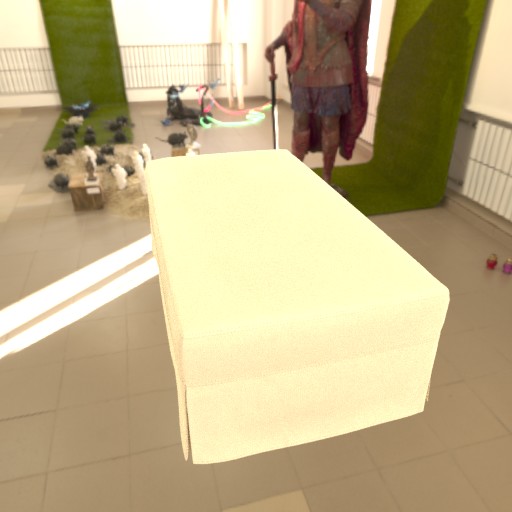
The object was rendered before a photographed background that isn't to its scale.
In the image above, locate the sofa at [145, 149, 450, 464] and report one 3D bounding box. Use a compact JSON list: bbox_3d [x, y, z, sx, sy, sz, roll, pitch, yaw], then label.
[{"bbox_3d":[0.000,0.000,2.103,0.939,0.552,1.677,-8,31,-13],"label":"sofa"}]
